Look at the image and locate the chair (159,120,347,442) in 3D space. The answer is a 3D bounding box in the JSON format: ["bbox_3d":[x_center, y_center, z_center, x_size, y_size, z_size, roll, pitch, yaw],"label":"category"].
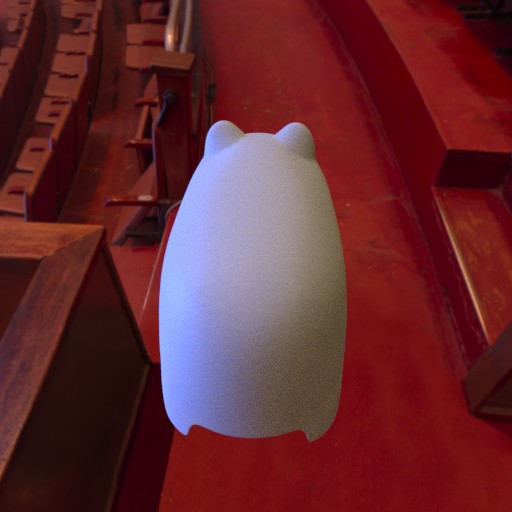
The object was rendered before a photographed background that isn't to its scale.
[{"bbox_3d":[0.000,0.000,0.881,0.364,0.423,0.619,2,47,2],"label":"chair"}]
